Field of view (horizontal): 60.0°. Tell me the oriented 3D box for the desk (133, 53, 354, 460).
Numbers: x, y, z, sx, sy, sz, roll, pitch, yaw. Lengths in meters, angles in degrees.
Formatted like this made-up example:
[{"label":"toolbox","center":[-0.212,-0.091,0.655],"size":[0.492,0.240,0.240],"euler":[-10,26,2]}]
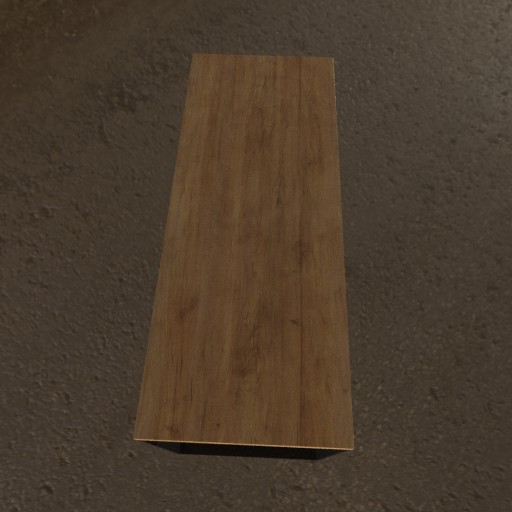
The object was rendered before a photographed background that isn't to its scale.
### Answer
[{"label":"desk","center":[0.000,0.000,1.873],"size":[0.600,0.760,1.520],"euler":[2,63,1]}]
